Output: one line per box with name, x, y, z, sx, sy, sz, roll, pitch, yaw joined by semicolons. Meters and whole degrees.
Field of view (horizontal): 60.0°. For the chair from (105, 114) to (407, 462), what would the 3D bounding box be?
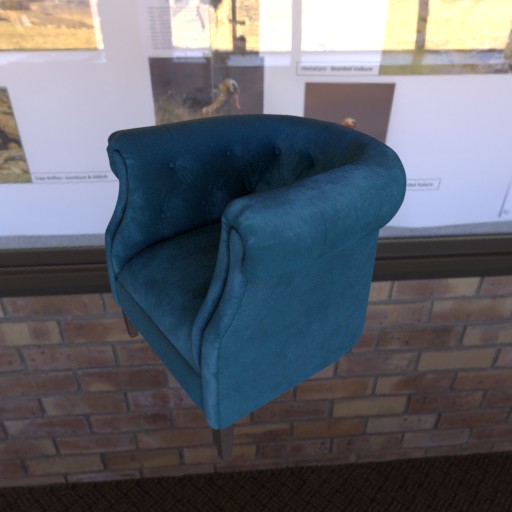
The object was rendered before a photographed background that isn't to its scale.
chair;0.000;0.000;1.567;0.851;0.826;0.904;-21;37;-31
